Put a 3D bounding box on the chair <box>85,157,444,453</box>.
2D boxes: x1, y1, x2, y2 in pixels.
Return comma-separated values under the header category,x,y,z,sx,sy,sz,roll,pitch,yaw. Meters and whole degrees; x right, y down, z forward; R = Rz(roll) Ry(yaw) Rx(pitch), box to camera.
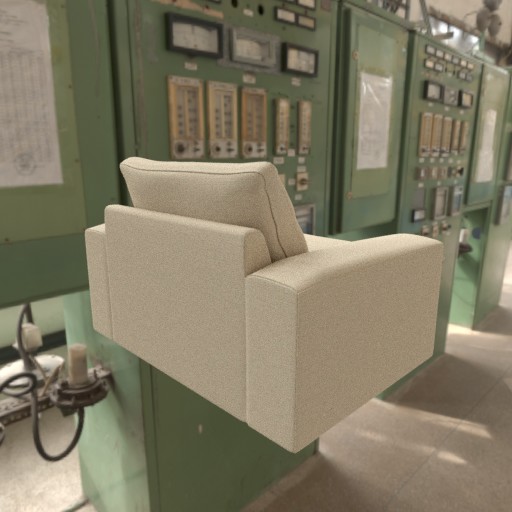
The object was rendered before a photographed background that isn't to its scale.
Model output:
category,x,y,z,sx,sy,sz,roll,pitch,yaw
chair,0.000,0.000,2.100,1.039,0.915,1.398,-13,18,-43
